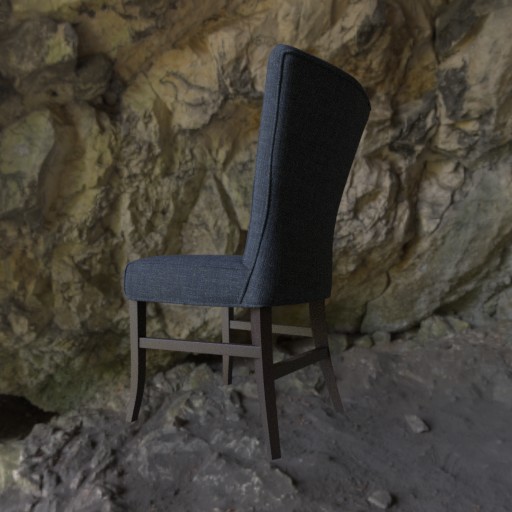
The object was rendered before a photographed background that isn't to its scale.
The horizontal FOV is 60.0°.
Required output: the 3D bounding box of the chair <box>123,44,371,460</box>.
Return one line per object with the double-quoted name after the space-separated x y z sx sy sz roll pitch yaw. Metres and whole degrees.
0.000 0.000 1.359 0.660 0.991 0.520 0 0 35 "chair"
